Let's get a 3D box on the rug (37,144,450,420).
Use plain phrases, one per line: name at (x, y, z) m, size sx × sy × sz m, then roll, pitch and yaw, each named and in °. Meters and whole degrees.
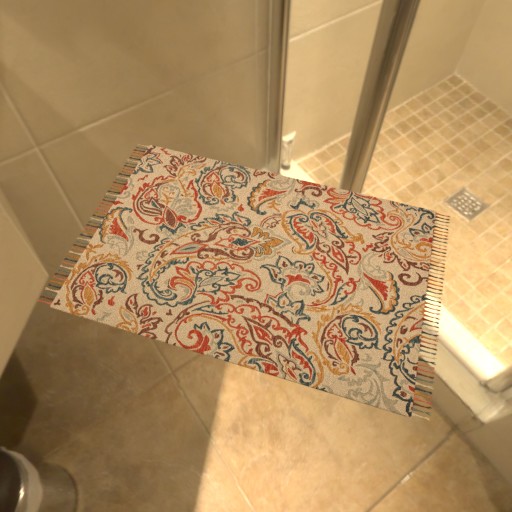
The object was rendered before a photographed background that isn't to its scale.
rug at (0.000, 0.000, 2.429) m, size 1.997 × 0.010 × 1.218 m, roll 15°, pitch 59°, yaw 9°
